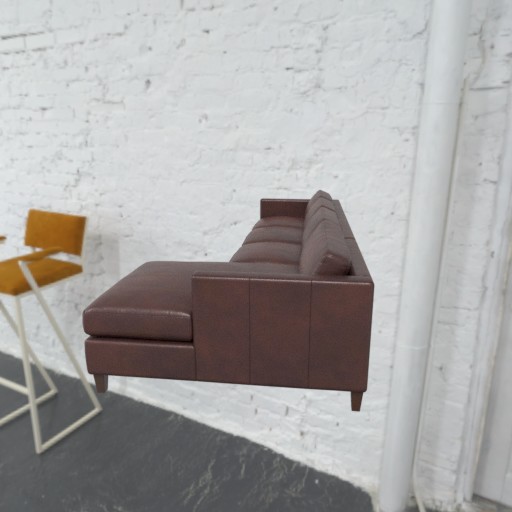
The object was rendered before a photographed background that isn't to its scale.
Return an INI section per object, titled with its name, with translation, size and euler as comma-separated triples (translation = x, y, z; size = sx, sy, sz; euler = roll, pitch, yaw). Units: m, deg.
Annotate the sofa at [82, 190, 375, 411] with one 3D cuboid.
[sofa]
translation = 0.000, 0.000, 3.873
size = 1.581, 0.883, 3.203
euler = 2, 15, 7
